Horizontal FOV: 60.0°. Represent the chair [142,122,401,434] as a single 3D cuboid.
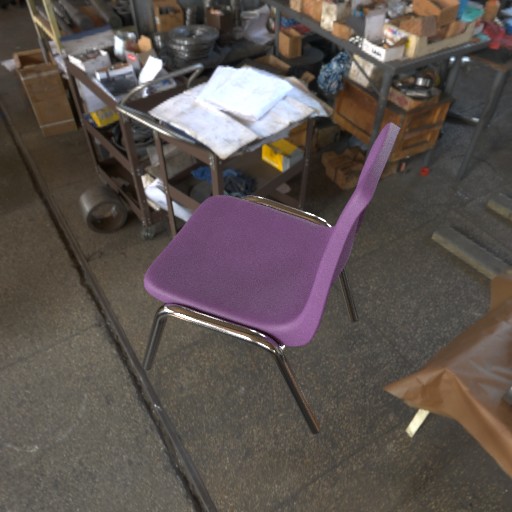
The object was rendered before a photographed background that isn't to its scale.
[{"bbox_3d":[0.000,0.000,0.851,0.419,0.584,0.356,18,49,16],"label":"chair"}]
